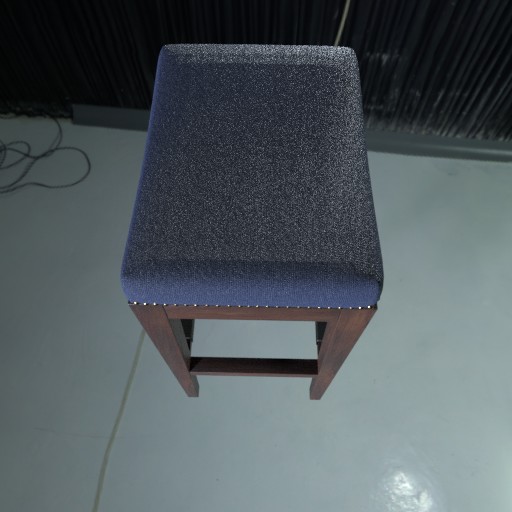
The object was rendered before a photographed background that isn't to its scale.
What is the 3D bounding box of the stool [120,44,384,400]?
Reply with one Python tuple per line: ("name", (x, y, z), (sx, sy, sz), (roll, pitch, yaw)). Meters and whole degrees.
("stool", (0.000, 0.000, 0.997), (0.358, 0.740, 0.498), (1, 63, 1))
